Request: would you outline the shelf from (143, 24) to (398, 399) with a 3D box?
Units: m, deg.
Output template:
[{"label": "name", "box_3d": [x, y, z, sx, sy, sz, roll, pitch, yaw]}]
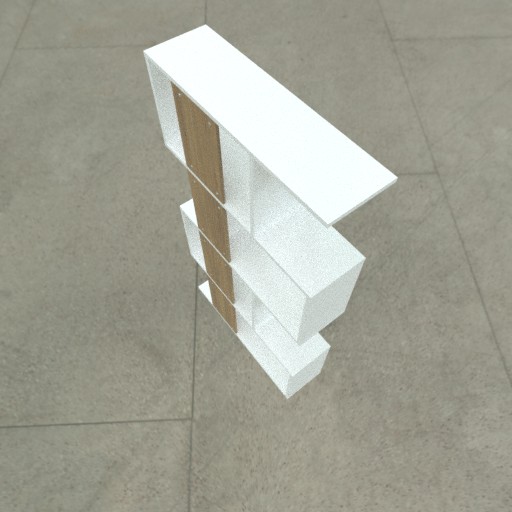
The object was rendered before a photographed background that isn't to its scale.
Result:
[{"label": "shelf", "box_3d": [0.000, 0.000, 2.005, 0.250, 1.650, 0.890, -33, 64, -19]}]
